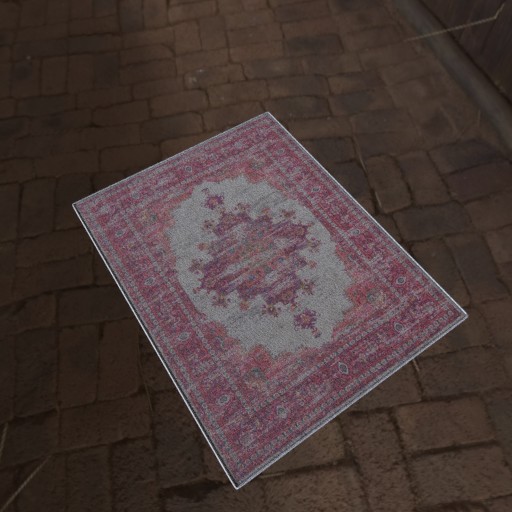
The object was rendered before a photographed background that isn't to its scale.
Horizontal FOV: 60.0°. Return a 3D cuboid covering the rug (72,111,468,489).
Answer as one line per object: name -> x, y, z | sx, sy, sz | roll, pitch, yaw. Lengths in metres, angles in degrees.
rug -> 0.000, 0.000, 4.223 | 2.447, 0.017, 3.123 | -30, 64, -16
